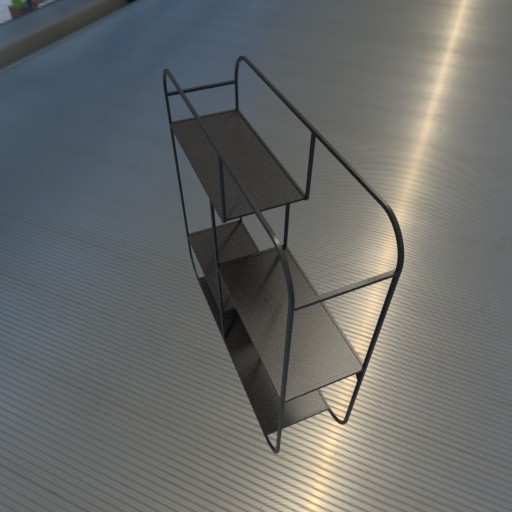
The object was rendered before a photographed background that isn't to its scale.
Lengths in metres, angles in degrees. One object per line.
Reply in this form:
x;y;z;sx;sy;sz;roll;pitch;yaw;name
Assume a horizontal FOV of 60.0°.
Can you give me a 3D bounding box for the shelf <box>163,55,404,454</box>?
0.000;0.000;0.911;0.160;0.600;0.600;-17;49;-15;shelf
